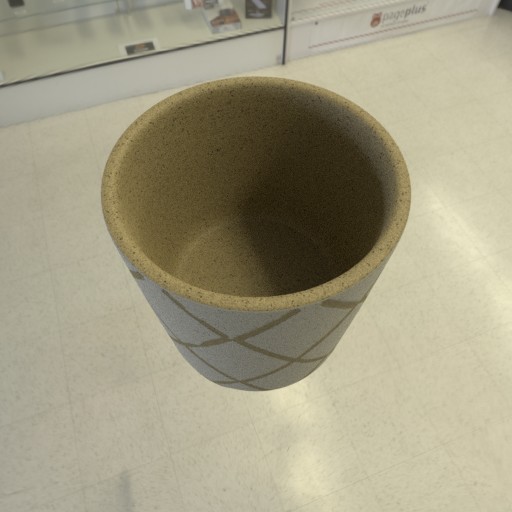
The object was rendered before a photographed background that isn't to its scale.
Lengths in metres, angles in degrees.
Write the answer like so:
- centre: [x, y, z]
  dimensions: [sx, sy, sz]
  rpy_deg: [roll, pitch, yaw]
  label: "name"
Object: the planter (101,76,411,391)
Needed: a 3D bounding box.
- centre: [0.000, 0.000, 0.427]
  dimensions: [0.228, 0.235, 0.228]
  rpy_deg: [0, 58, 0]
  label: "planter"
